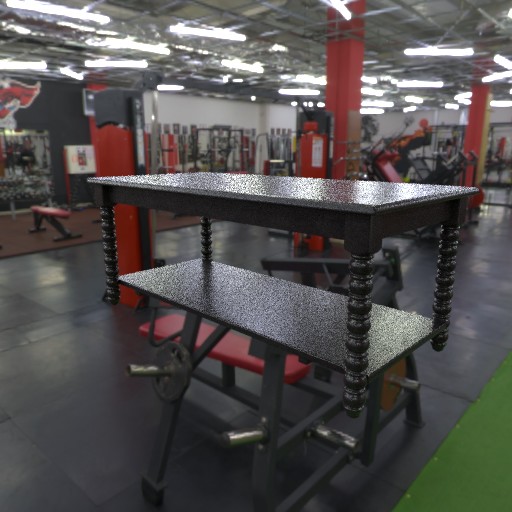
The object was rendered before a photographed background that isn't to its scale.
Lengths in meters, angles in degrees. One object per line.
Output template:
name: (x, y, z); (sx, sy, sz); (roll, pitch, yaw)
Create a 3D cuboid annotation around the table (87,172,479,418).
table: (0.000, 0.000, 1.473); (1.171, 0.487, 0.580); (13, 19, 42)
